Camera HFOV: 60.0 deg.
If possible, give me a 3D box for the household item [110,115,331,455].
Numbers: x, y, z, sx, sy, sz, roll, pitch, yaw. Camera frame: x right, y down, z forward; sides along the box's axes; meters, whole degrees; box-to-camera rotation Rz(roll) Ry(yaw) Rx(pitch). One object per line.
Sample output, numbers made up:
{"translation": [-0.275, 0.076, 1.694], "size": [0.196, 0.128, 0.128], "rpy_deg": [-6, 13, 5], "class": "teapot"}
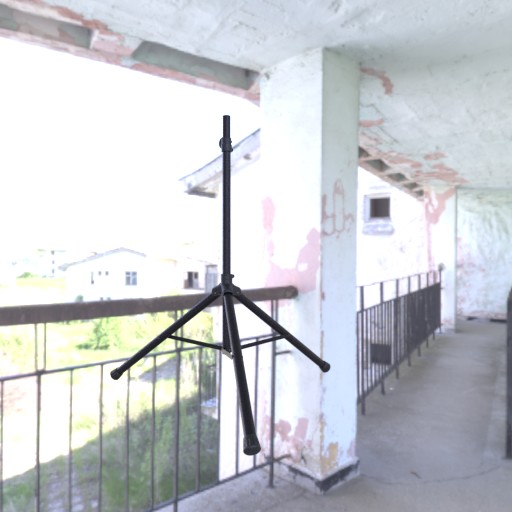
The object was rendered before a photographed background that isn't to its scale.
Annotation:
{"translation": [0.000, 0.000, 1.895], "size": [0.907, 1.136, 1.045], "rpy_deg": [0, 0, -38], "class": "household item"}
